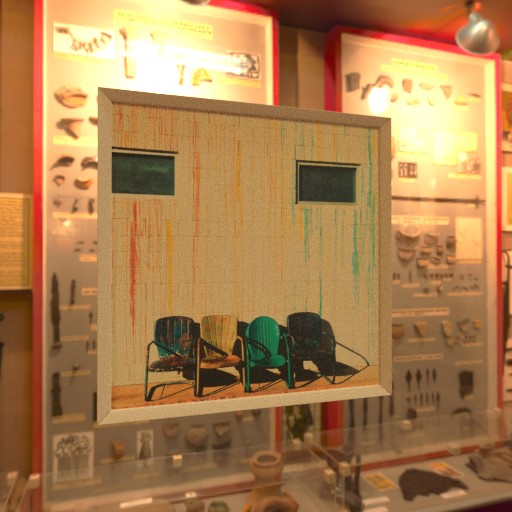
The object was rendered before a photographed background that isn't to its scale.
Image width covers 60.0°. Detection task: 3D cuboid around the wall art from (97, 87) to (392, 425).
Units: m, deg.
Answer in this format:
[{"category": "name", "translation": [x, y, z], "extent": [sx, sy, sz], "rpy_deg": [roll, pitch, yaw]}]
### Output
[{"category": "wall art", "translation": [0.000, 0.000, 0.755], "extent": [0.508, 0.508, 0.037], "rpy_deg": [0, 0, -17]}]
